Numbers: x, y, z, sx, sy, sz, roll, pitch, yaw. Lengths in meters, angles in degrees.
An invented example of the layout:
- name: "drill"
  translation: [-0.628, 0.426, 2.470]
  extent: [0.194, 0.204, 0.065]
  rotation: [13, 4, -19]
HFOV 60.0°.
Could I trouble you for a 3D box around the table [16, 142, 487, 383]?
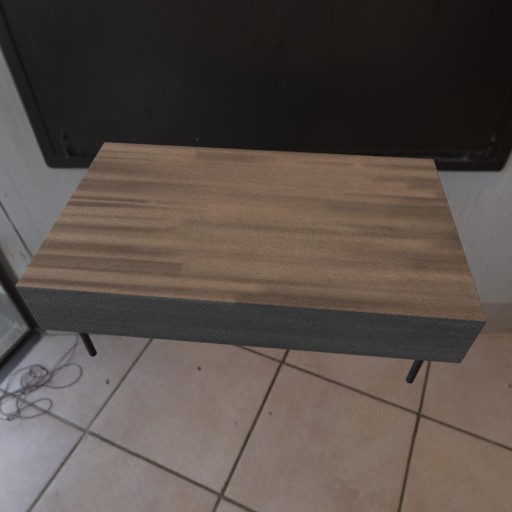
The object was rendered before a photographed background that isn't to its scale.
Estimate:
- name: "table"
  translation: [0.000, 0.000, 1.362]
  extent: [1.088, 0.347, 0.643]
  rotation: [4, 46, 4]
